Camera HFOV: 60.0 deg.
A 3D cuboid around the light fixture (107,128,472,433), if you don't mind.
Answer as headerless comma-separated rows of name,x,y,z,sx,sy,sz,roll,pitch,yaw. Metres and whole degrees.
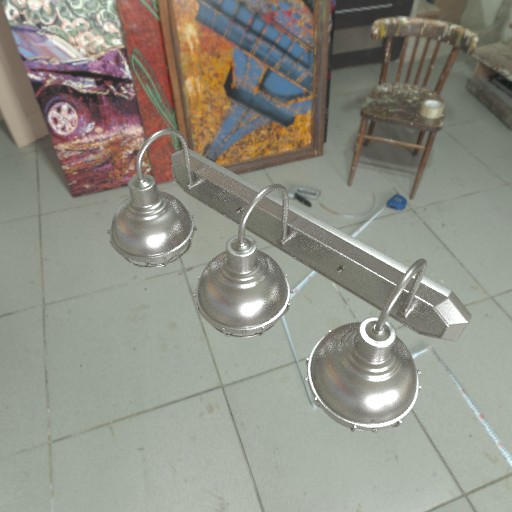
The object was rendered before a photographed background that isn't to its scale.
light fixture,0.000,0.000,0.728,0.634,0.254,0.229,32,55,26
